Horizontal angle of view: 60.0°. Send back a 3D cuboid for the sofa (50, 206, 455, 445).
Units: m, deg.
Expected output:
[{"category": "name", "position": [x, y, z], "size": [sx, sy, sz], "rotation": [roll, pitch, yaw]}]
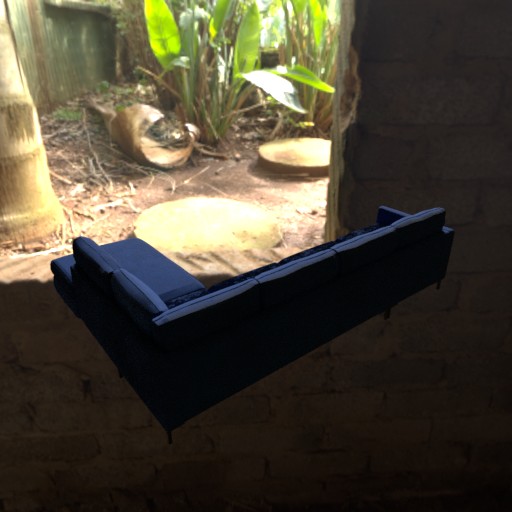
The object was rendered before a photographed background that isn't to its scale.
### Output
[{"category": "sofa", "position": [0.000, 0.000, 3.285], "size": [2.486, 0.687, 1.707], "rotation": [-20, 33, -34]}]
